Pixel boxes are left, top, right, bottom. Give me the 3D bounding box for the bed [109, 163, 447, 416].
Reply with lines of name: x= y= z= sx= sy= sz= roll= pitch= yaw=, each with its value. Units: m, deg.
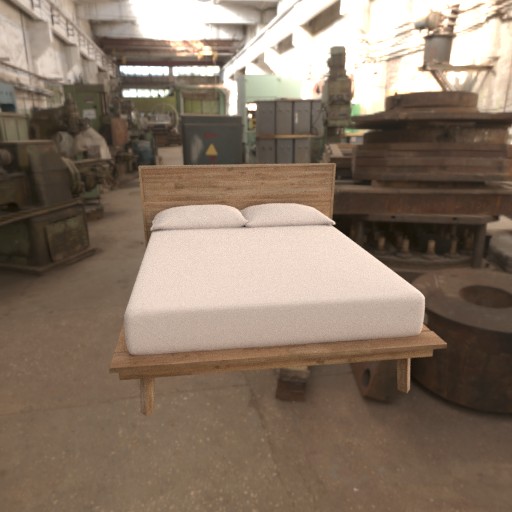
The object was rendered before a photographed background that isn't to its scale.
bed: x=0.000 y=0.000 z=3.135 sx=1.759 sy=1.071 sz=2.145 roll=-2 pitch=17 yaw=-8
